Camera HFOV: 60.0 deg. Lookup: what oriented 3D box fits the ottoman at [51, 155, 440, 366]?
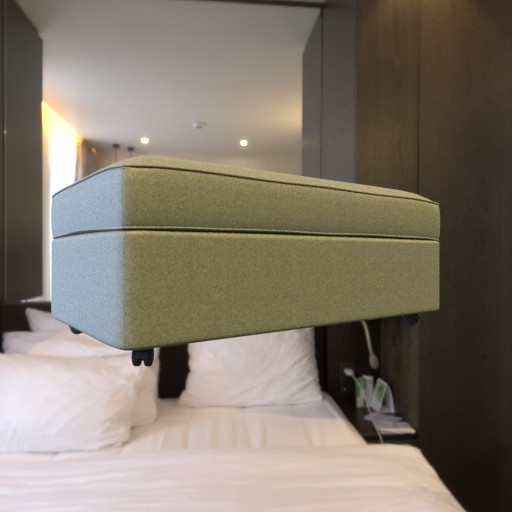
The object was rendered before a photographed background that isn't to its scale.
[{"bbox_3d":[0.000,0.000,1.506,1.173,0.494,0.681,0,0,-36],"label":"ottoman"}]
